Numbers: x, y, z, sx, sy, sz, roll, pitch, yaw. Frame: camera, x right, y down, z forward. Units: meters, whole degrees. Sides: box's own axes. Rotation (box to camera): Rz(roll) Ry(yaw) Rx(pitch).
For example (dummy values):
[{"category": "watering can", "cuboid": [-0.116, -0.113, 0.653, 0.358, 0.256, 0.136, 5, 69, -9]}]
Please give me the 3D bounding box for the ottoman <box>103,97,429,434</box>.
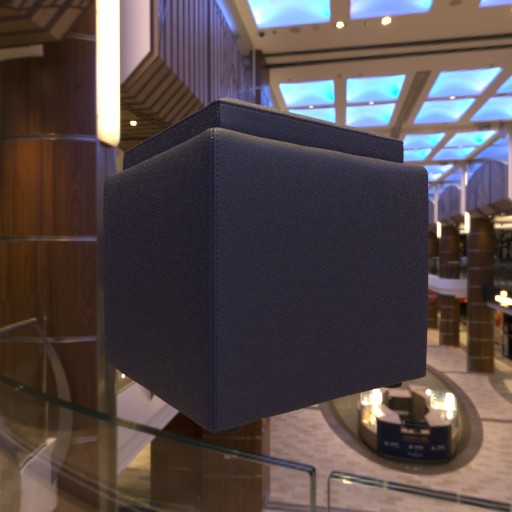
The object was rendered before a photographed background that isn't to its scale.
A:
[{"category": "ottoman", "cuboid": [0.000, 0.000, 0.830, 0.451, 0.460, 0.450, 0, 0, -35]}]
